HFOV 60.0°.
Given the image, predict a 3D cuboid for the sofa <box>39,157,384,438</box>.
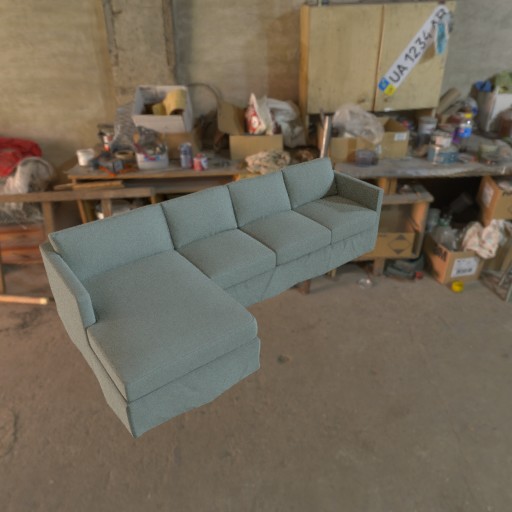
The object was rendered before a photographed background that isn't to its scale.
[{"bbox_3d":[0.000,0.000,3.954,3.205,0.922,1.650,-21,37,-31],"label":"sofa"}]
